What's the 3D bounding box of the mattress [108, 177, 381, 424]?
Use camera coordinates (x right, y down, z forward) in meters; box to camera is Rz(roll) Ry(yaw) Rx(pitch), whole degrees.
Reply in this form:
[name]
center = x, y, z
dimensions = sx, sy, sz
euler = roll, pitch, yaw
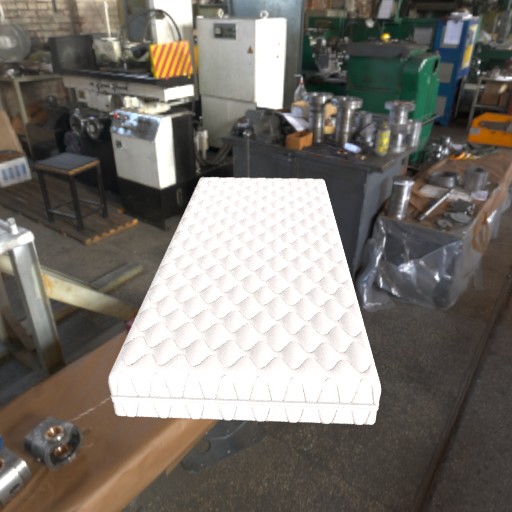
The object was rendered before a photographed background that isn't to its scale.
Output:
[mattress]
center = 0.000, 0.000, 2.343
dimensions = 0.900, 0.200, 2.000
euler = 1, 29, 2
